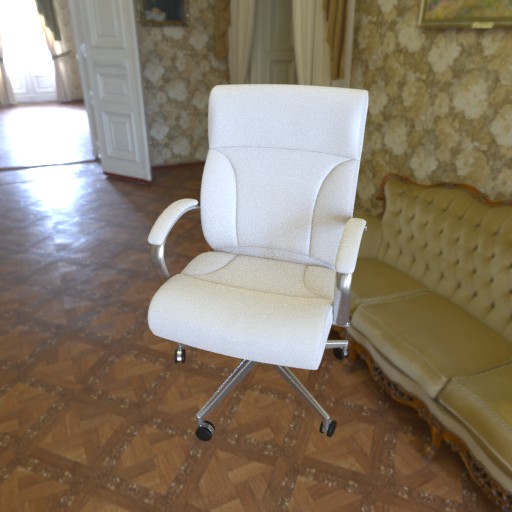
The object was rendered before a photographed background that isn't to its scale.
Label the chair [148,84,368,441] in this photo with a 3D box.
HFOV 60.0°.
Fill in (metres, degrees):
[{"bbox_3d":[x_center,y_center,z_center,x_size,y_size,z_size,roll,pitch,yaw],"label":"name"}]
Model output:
[{"bbox_3d":[0.000,0.000,1.581,0.727,1.099,0.745,9,28,17],"label":"chair"}]
